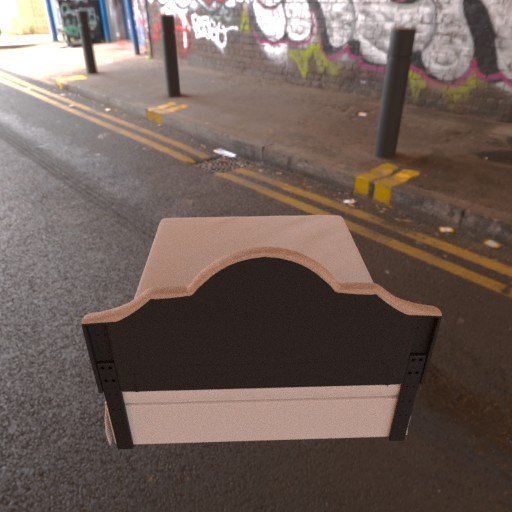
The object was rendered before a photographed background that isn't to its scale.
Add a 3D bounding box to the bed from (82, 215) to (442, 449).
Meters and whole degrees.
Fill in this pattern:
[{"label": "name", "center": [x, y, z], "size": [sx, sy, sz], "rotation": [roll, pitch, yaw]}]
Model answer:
[{"label": "bed", "center": [0.000, 0.000, 2.889], "size": [1.667, 1.194, 1.970], "rotation": [-1, 31, -2]}]
